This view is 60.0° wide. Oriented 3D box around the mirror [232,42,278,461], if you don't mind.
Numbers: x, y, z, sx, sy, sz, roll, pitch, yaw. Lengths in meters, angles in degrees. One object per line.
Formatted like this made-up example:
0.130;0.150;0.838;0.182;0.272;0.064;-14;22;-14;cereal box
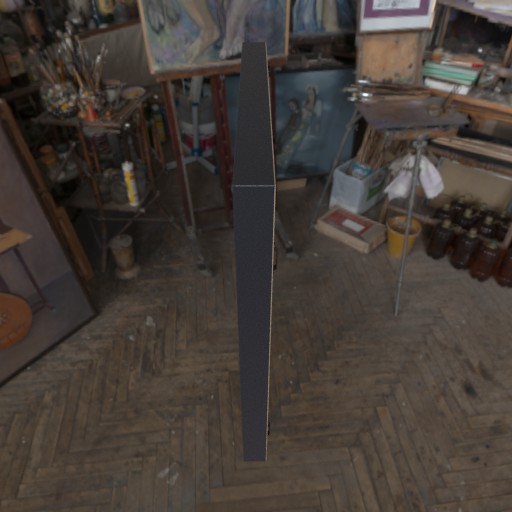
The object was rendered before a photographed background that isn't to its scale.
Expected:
0.000;0.000;0.686;0.041;0.508;0.405;0;41;0;mirror
